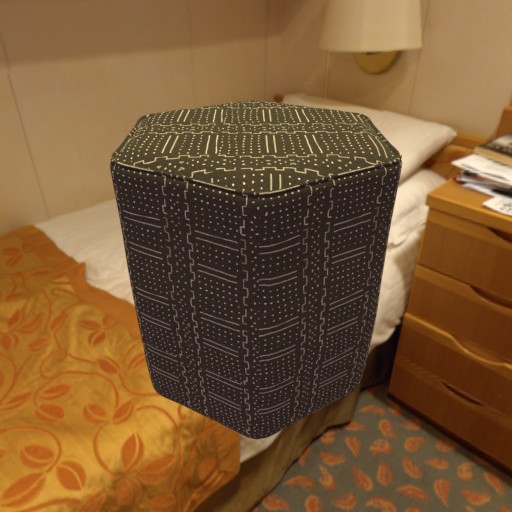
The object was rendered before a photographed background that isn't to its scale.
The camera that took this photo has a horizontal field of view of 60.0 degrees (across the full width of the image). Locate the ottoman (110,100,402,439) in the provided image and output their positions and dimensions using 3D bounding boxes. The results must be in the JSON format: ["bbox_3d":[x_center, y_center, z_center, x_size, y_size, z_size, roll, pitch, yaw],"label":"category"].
[{"bbox_3d":[0.000,0.000,0.869,0.443,0.502,0.494,-1,32,-1],"label":"ottoman"}]
